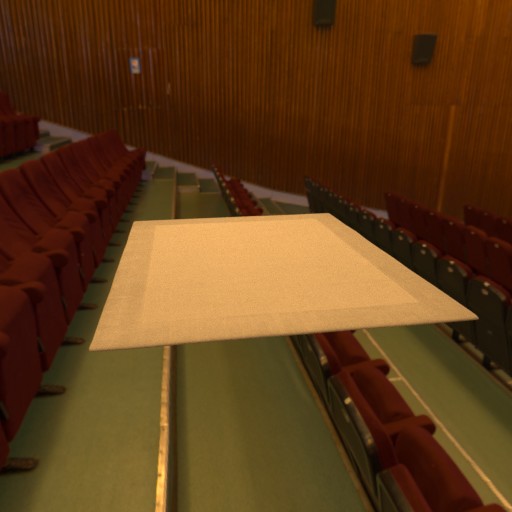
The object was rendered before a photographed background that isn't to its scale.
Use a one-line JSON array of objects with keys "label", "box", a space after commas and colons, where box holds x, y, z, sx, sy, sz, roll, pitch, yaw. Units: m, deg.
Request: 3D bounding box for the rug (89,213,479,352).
[{"label": "rug", "box": [0.000, 0.000, 4.060, 2.430, 0.018, 2.976, -3, 19, -9]}]
